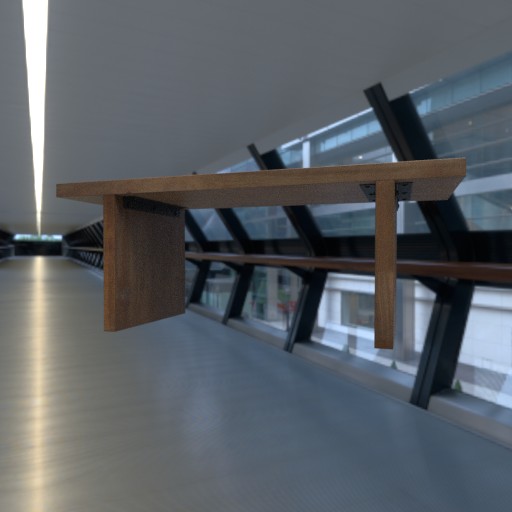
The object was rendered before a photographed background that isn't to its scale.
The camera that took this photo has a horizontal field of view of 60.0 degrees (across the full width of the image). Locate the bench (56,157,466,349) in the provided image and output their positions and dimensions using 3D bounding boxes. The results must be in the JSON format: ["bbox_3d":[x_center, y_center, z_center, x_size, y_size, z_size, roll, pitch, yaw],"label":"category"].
[{"bbox_3d":[0.000,0.000,1.436,1.183,0.458,0.458,0,0,18],"label":"bench"}]
